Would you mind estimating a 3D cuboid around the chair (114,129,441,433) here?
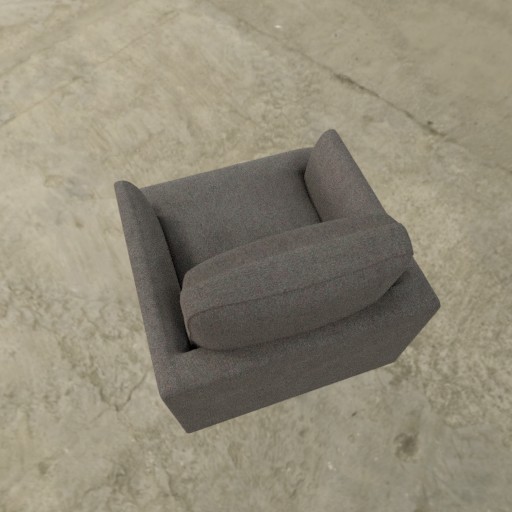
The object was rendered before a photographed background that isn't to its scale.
[{"bbox_3d":[0.000,0.000,1.582,0.858,0.957,0.899,-16,60,-10],"label":"chair"}]
